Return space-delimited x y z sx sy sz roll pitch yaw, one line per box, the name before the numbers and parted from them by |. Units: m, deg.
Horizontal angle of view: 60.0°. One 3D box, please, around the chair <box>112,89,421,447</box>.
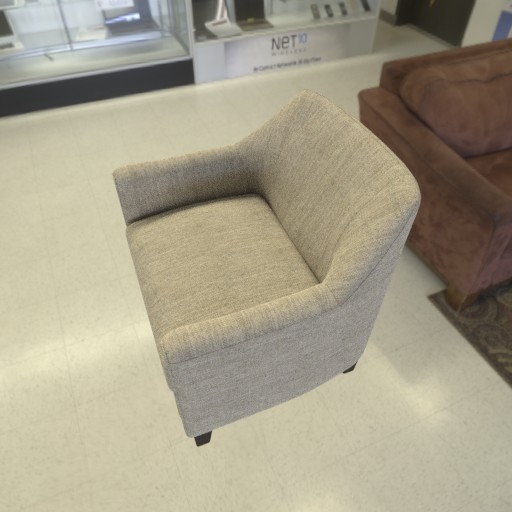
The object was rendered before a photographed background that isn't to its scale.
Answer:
chair | 0.000 0.000 1.449 0.758 0.761 0.796 -16 48 -15
